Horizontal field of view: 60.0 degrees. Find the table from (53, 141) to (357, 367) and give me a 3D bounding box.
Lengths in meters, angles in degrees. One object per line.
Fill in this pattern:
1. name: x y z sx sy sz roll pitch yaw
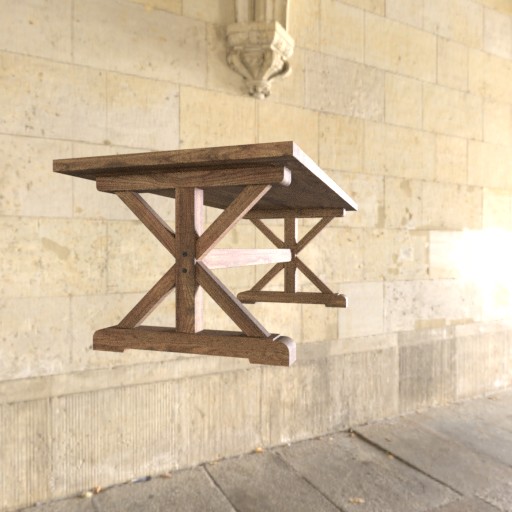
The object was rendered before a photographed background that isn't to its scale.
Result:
1. table: 0.000 0.000 2.458 0.907 0.733 2.031 0 1 18
